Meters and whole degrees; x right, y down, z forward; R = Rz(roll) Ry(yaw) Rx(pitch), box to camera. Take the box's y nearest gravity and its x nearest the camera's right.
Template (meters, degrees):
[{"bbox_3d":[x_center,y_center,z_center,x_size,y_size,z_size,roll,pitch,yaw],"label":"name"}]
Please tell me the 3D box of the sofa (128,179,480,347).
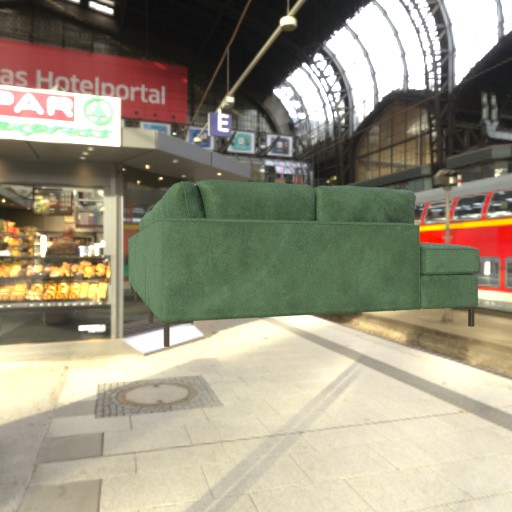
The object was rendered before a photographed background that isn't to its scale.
[{"bbox_3d":[0.000,0.000,3.837,1.992,0.861,2.994,0,1,-19],"label":"sofa"}]
